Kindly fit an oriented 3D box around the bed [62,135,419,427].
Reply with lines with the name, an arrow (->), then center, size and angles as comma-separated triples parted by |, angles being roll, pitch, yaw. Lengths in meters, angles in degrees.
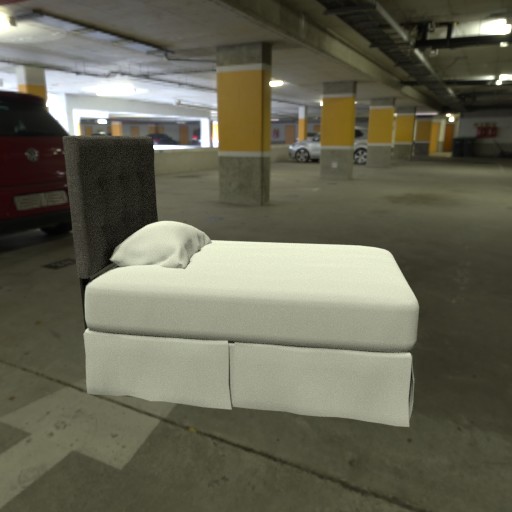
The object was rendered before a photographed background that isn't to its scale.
bed -> 0.000, 0.000, 2.995 | 1.997, 1.571, 1.261 | 2, 15, 9
